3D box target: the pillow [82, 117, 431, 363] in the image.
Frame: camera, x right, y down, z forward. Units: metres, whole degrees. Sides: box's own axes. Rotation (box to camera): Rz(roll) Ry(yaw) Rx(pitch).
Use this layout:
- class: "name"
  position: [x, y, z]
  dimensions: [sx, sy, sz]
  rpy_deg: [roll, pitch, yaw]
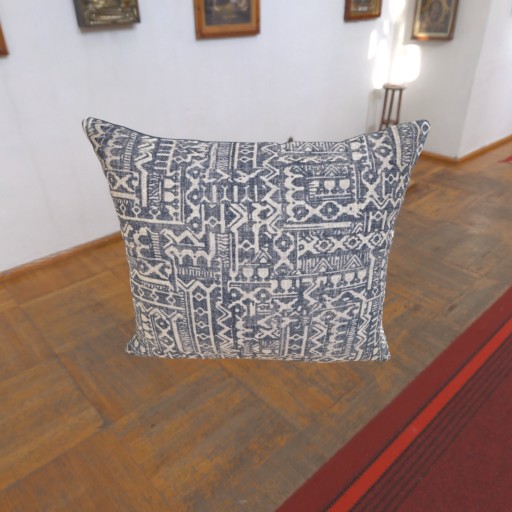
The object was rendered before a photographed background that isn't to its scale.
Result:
- class: "pillow"
  position: [0.000, 0.000, 0.799]
  dimensions: [0.546, 0.487, 0.180]
  rpy_deg: [1, 30, 2]
